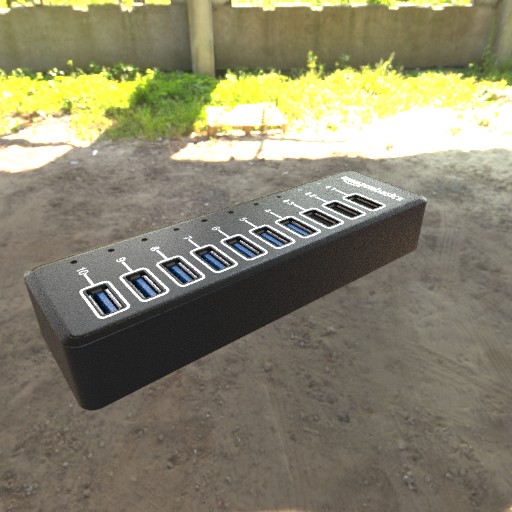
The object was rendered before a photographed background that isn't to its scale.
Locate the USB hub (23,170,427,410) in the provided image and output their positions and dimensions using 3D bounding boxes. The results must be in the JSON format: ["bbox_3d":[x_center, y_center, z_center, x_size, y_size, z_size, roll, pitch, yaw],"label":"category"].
[{"bbox_3d":[0.000,0.000,0.161,0.145,0.023,0.044,-22,37,-31],"label":"USB hub"}]
